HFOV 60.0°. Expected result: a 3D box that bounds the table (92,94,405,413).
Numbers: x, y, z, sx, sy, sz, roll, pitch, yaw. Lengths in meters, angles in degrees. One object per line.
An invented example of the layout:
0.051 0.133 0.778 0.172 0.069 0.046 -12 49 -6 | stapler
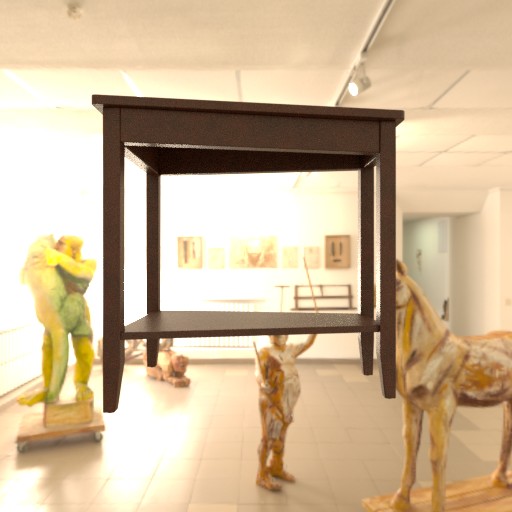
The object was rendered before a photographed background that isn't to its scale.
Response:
0.000 0.000 1.007 0.605 0.589 0.399 0 0 0 | table
